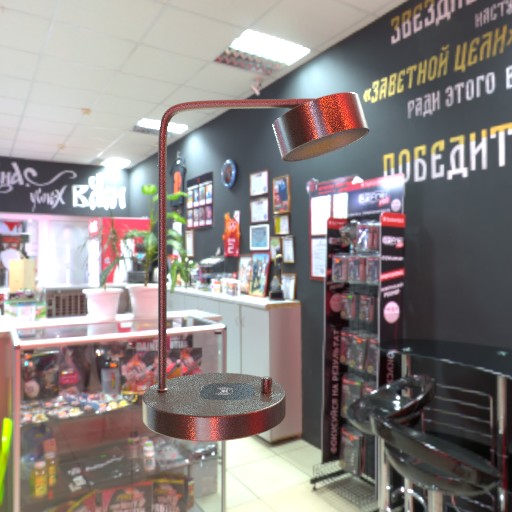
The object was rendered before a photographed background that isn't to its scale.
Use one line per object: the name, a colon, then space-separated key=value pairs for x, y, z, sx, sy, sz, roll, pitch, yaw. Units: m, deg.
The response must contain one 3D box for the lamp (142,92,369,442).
lamp: x=0.000 y=0.000 z=0.663 sx=0.334 sy=0.469 sz=0.211 roll=0 pitch=0 yaw=1
